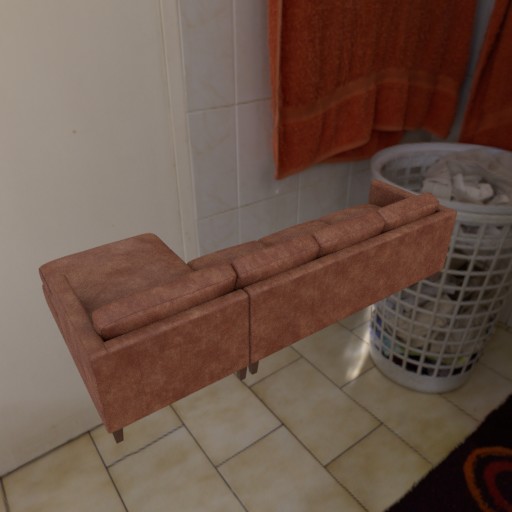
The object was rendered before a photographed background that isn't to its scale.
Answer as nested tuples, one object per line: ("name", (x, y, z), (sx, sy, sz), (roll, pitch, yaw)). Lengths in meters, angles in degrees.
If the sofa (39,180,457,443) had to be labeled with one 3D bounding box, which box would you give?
("sofa", (0.000, 0.000, 3.795), (3.203, 0.883, 1.581), (-19, 36, -29))
